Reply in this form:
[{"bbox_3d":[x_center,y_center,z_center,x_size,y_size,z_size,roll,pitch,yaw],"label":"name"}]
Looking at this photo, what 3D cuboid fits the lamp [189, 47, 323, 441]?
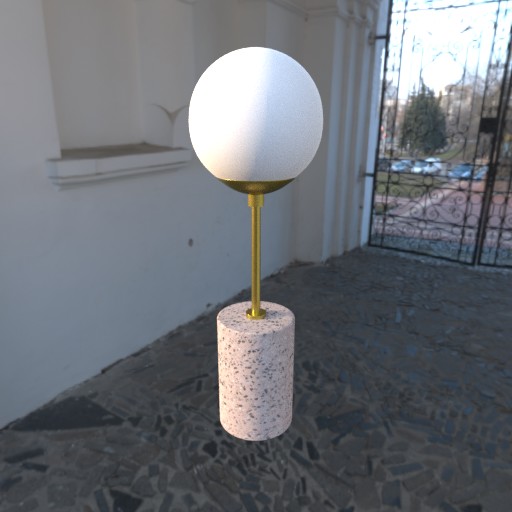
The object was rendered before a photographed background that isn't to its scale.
[{"bbox_3d":[0.000,0.000,0.560,0.153,0.480,0.153,0,17,0],"label":"lamp"}]
